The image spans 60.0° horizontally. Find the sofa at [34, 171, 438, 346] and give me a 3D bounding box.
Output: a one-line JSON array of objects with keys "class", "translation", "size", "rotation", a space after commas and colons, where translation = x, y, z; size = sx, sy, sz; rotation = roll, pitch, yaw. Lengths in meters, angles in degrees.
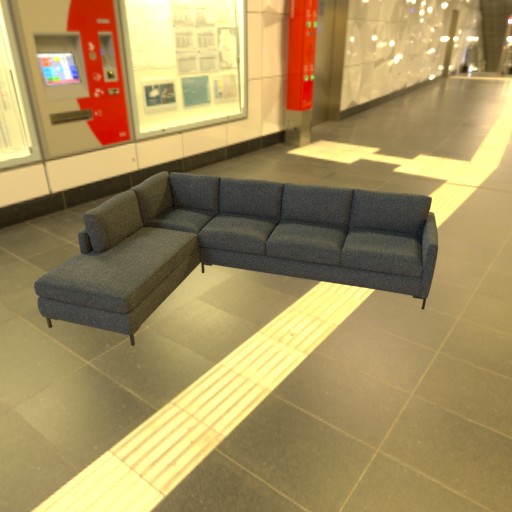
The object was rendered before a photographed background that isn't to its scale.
[{"class": "sofa", "translation": [0.000, 0.000, 3.797], "size": [2.949, 0.815, 2.007], "rotation": [8, 28, 16]}]
